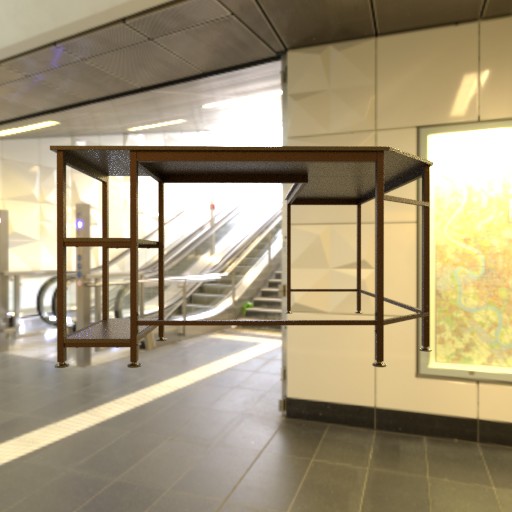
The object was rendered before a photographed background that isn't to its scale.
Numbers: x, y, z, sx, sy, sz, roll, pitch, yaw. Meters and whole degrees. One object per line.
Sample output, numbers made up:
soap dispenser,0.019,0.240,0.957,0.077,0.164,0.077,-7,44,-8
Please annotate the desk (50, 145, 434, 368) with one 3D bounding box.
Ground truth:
desk,0.000,0.000,2.166,1.379,0.739,1.379,0,0,0
